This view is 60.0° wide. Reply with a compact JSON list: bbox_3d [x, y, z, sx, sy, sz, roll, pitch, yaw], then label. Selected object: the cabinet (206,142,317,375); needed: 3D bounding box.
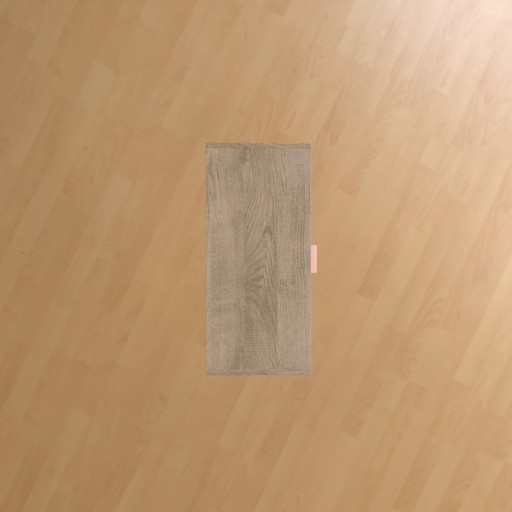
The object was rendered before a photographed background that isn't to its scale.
[{"bbox_3d":[0.000,0.000,1.806,0.250,1.630,0.520,0,91,-1],"label":"cabinet"}]
